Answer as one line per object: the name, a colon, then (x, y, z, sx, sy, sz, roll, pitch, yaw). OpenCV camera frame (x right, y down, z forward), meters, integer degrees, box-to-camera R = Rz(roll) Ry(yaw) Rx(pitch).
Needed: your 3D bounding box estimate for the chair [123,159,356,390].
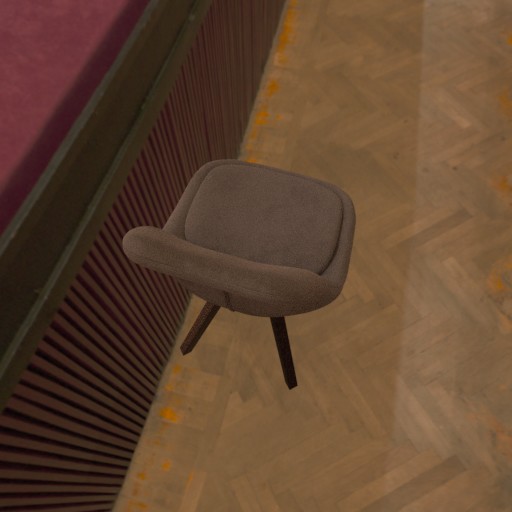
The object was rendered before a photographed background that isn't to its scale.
chair: (0.000, 0.000, 1.180, 0.476, 0.850, 0.550, 16, 63, 8)
